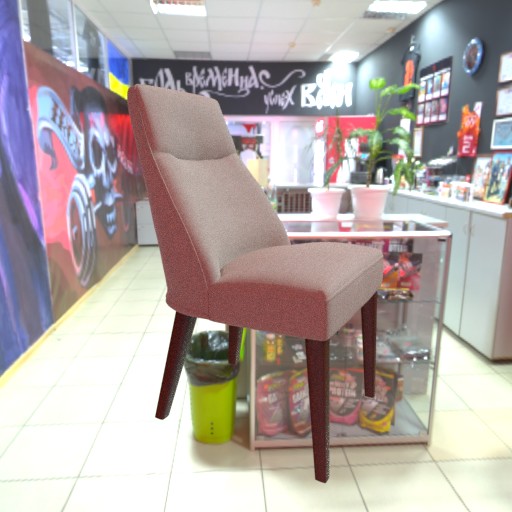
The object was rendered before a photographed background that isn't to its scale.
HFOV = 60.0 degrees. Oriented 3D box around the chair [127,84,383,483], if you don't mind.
[{"bbox_3d":[0.000,0.000,1.263,0.620,0.930,0.500,7,14,28],"label":"chair"}]
